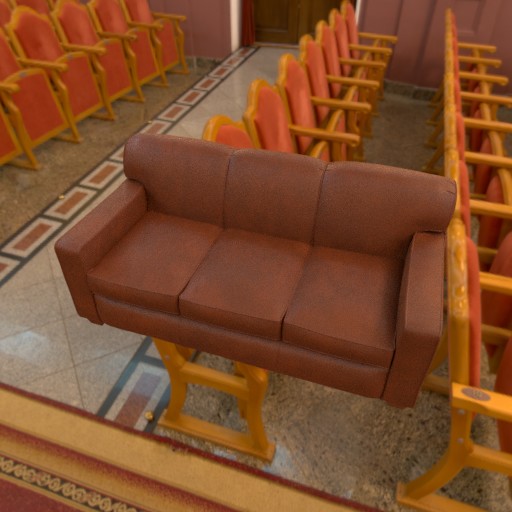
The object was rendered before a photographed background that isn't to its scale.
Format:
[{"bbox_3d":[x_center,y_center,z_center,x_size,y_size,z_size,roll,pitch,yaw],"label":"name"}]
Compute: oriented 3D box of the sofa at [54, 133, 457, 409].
[{"bbox_3d":[0.000,0.000,2.584,2.039,0.953,1.008,12,40,15],"label":"sofa"}]
